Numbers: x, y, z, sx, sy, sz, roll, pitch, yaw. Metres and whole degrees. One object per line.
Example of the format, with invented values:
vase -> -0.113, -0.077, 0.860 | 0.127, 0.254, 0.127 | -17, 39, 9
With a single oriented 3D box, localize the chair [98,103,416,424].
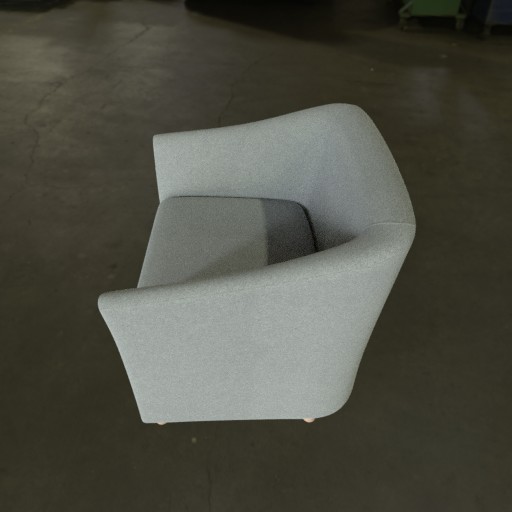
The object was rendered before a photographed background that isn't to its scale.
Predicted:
chair -> 0.000, 0.000, 1.366 | 0.700, 0.720, 0.790 | -1, 42, -1
